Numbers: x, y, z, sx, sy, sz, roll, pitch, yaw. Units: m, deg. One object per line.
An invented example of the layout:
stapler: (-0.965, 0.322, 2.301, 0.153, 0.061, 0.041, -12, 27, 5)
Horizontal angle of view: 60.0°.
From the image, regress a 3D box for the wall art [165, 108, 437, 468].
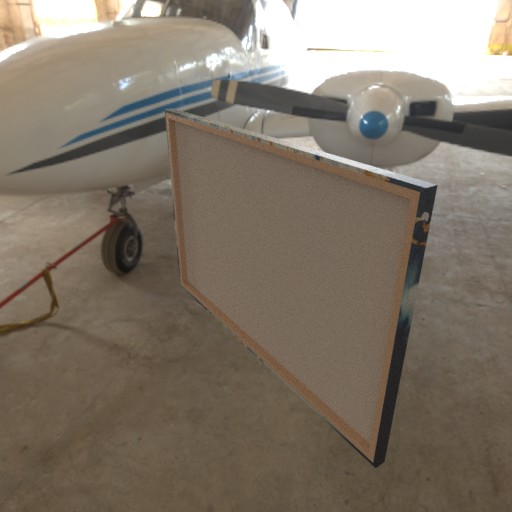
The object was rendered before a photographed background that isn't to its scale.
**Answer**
wall art: (0.000, 0.000, 1.409, 0.035, 0.759, 1.138, -17, 32, -31)
